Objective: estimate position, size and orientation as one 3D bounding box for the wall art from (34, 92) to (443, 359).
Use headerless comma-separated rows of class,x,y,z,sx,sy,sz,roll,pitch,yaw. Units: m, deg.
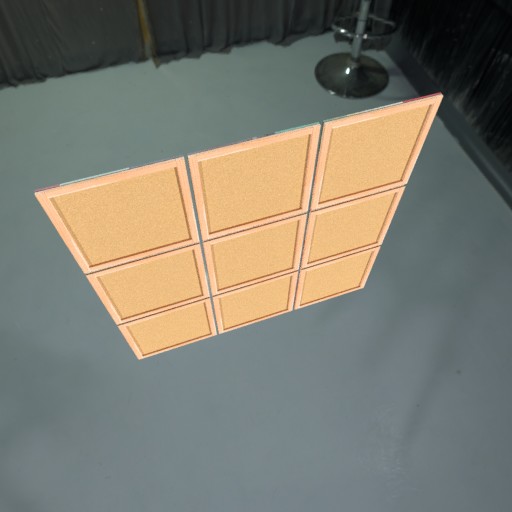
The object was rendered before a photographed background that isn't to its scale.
wall art,0.000,0.000,1.324,0.911,0.910,0.012,-16,58,-10
